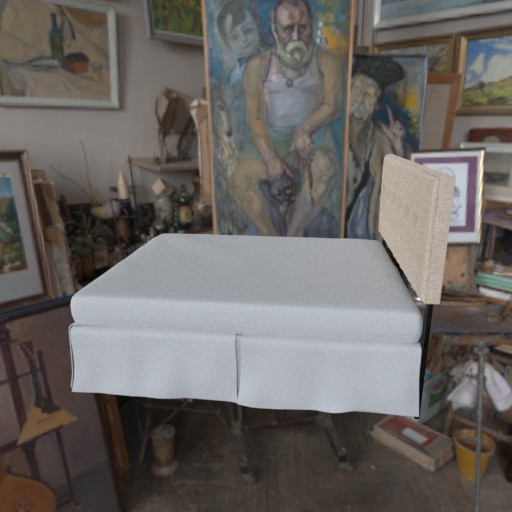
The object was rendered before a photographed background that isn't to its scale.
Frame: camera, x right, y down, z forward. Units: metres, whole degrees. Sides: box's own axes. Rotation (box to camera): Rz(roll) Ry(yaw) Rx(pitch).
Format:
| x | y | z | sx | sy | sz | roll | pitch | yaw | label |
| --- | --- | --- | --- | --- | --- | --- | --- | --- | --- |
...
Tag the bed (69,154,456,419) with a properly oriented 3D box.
| x | y | z | sx | sy | sz | roll | pitch | yaw | label |
| --- | --- | --- | --- | --- | --- | --- | --- | --- | --- |
| 0.000 | 0.000 | 2.999 | 1.978 | 1.270 | 1.643 | 2 | 16 | 7 | bed |
